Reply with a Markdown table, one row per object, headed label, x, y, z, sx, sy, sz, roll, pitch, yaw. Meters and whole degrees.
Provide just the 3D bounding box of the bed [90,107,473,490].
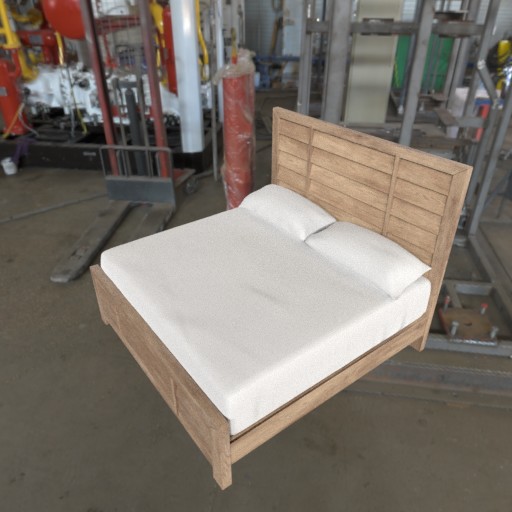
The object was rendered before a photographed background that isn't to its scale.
| label | x | y | z | sx | sy | sz | roll | pitch | yaw |
| --- | --- | --- | --- | --- | --- | --- | --- | --- | --- |
| bed | 0.000 | 0.000 | 3.512 | 2.062 | 1.626 | 2.032 | -22 | 38 | -31 |
